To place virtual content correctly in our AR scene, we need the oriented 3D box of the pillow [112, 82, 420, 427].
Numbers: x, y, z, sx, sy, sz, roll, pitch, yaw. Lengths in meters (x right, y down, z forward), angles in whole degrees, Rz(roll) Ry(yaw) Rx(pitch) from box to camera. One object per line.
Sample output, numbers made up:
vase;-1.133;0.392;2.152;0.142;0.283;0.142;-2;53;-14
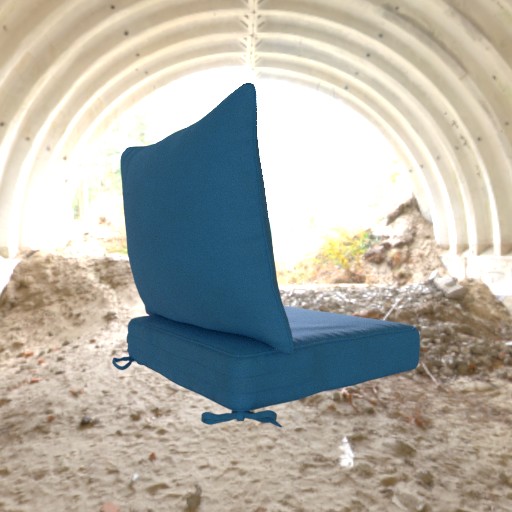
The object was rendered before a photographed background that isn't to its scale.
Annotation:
pillow;0.000;0.000;1.370;0.733;0.725;0.798;0;0;-36
